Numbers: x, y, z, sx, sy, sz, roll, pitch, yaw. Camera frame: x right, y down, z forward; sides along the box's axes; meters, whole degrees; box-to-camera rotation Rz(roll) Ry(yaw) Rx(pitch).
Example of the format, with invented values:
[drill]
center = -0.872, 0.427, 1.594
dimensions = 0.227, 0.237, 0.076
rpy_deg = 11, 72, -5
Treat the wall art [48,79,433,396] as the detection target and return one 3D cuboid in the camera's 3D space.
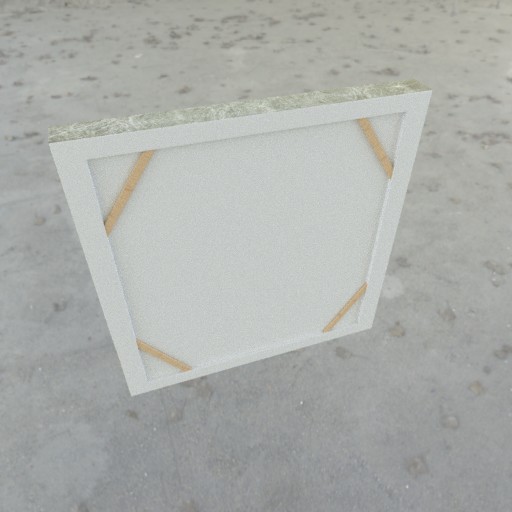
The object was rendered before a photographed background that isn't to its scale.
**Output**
[wall art]
center = 0.000, 0.000, 0.591
dimensions = 0.405, 0.407, 0.038
rpy_deg = -13, 42, -14
